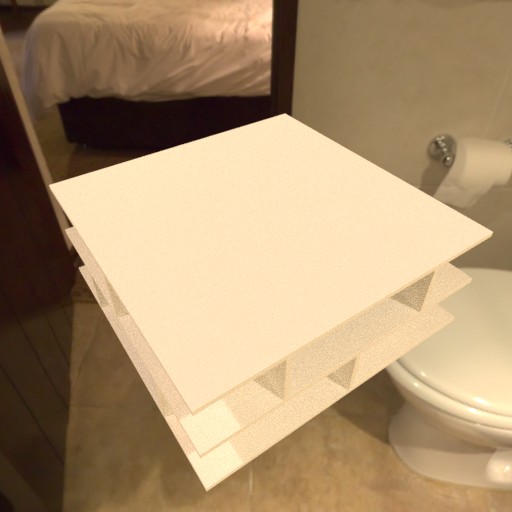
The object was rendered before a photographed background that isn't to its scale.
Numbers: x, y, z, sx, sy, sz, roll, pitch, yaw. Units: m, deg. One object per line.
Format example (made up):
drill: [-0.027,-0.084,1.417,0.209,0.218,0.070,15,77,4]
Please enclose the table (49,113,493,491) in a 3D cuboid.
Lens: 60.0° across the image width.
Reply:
table: [0.000,0.000,1.071,0.700,0.289,0.700,-25,47,-25]
